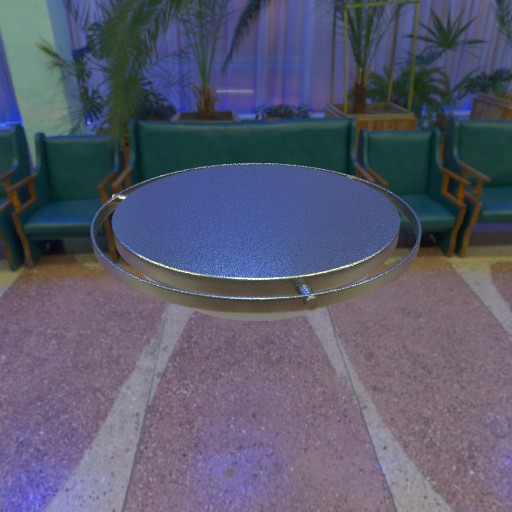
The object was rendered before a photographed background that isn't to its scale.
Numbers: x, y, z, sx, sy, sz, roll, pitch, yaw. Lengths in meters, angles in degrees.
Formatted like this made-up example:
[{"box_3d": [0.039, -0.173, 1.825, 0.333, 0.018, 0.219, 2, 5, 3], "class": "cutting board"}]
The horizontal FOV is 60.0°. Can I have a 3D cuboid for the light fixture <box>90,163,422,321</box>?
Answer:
[{"box_3d": [0.000, 0.000, 0.536, 0.361, 0.130, 0.361, 0, 29, 0], "class": "light fixture"}]
